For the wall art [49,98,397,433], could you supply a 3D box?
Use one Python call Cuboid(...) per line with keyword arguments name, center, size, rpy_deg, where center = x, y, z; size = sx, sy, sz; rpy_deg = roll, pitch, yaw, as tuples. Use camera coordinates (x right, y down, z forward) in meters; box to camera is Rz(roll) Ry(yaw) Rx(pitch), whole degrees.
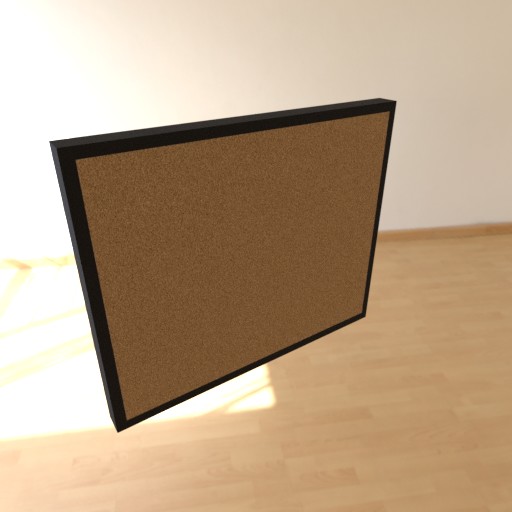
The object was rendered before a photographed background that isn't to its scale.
Cuboid(name="wall art", center=(0.000, 0.000, 0.533), size=(0.397, 0.325, 0.028), rpy_deg=(-18, 33, -29))
